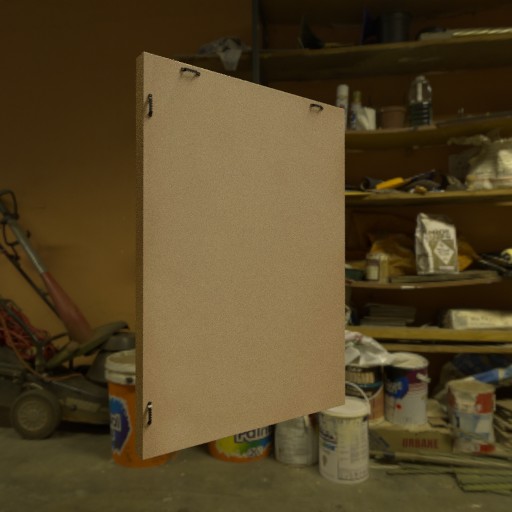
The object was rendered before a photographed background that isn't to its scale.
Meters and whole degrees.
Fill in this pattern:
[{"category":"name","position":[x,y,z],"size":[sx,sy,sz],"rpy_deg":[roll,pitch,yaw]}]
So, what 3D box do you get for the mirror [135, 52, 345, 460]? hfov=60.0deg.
[{"category":"mirror","position":[0.000,0.000,0.931],"size":[0.507,0.710,0.039],"rpy_deg":[0,-1,-36]}]
